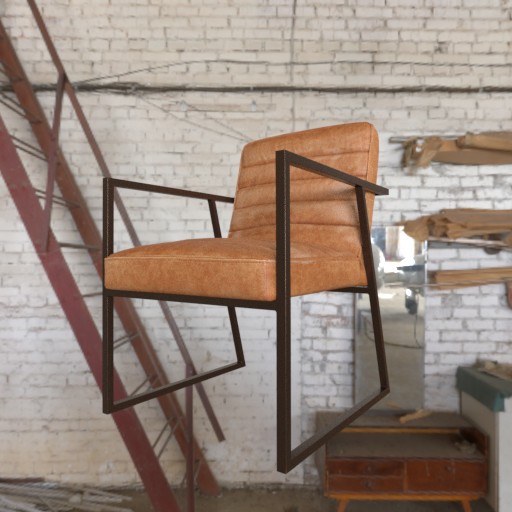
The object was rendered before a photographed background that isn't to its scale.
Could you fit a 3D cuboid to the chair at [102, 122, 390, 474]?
[{"bbox_3d":[0.000,0.000,1.259,0.571,0.832,0.677,0,0,35],"label":"chair"}]
